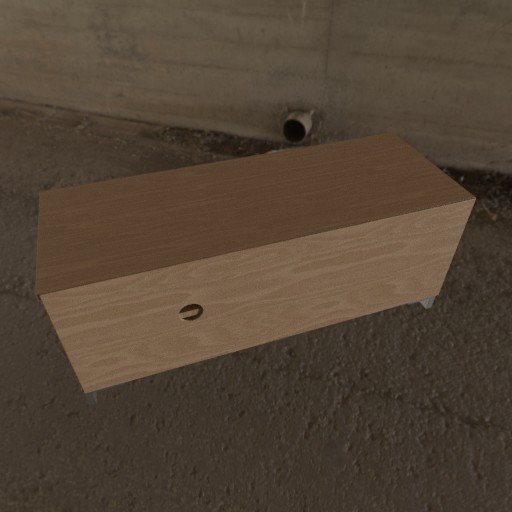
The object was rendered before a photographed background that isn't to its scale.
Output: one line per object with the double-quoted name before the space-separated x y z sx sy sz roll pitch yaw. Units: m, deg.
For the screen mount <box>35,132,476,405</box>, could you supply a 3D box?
"screen mount" 0.000 0.000 1.315 1.084 0.432 0.406 -13 43 -14
